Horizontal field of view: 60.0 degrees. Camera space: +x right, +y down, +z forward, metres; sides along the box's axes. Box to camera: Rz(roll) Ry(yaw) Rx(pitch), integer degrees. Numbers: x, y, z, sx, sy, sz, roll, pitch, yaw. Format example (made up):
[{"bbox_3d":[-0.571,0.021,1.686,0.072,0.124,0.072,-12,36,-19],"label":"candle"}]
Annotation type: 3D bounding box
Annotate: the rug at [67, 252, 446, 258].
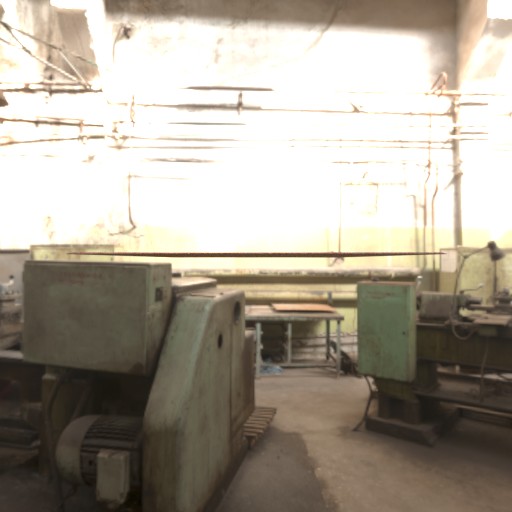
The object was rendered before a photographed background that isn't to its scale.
[{"bbox_3d":[0.000,0.000,2.326,1.219,0.006,1.829,0,-1,0],"label":"rug"}]
